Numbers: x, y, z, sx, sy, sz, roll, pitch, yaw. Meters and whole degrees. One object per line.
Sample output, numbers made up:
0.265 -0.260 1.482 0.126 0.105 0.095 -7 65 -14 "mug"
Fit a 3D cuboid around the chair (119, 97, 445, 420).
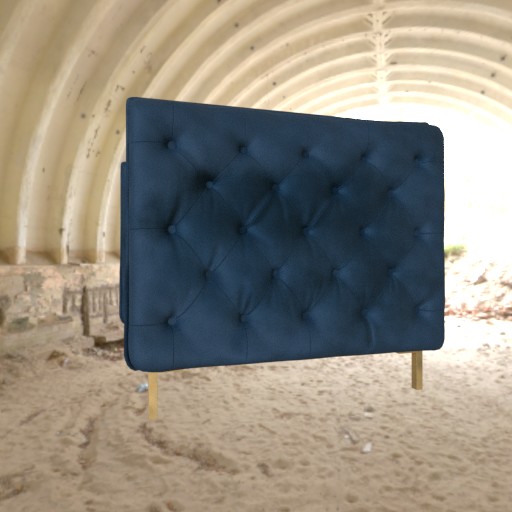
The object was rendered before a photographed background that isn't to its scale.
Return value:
0.000 0.000 1.504 0.877 0.771 0.868 0 0 -18 "chair"
